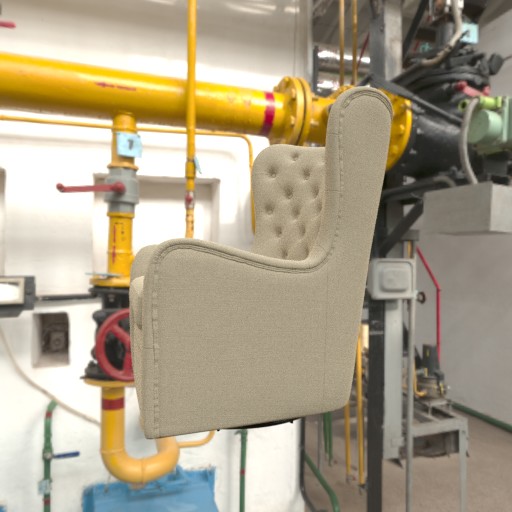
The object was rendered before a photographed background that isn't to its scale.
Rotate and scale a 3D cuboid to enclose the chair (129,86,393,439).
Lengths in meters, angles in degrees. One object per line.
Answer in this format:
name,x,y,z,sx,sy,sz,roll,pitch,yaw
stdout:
chair,0.000,0.000,1.705,0.929,1.079,0.831,0,0,-18
